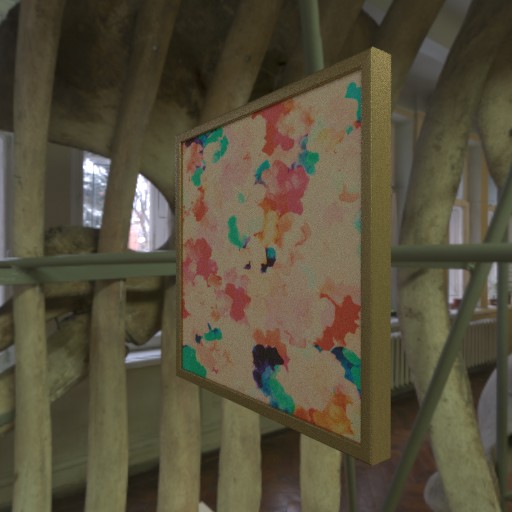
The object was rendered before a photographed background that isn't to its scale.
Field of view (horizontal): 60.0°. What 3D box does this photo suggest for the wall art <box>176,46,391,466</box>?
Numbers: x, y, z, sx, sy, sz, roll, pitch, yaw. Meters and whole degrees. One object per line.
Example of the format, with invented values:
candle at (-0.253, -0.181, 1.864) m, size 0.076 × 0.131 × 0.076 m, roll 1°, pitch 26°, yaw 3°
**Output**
wall art at (0.000, 0.000, 0.751) m, size 0.037 × 0.509 × 0.510 m, roll 0°, pitch 0°, yaw -38°
